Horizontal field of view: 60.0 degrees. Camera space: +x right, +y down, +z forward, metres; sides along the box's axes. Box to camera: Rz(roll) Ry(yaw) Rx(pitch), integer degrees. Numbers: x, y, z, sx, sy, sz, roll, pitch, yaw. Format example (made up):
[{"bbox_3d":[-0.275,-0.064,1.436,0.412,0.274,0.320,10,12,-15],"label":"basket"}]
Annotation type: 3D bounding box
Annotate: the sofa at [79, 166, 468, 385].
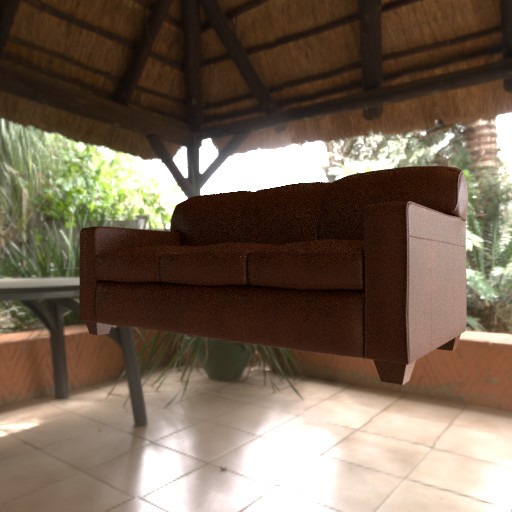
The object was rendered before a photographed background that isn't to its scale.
[{"bbox_3d":[0.000,0.000,2.494,2.039,0.953,1.008,-1,-1,36],"label":"sofa"}]
